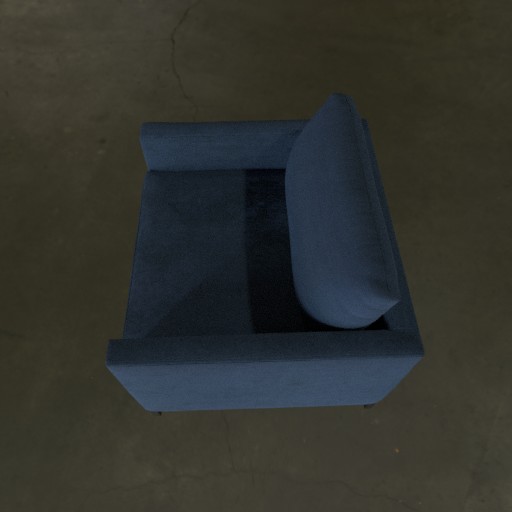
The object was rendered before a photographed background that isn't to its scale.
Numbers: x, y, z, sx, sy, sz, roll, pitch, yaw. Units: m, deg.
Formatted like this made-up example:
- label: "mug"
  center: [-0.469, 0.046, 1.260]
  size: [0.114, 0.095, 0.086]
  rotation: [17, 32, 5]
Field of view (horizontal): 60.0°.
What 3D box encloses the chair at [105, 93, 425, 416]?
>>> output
- label: "chair"
  center: [0.000, 0.000, 1.588]
  size: [0.875, 0.812, 0.964]
  rotation: [-2, 58, -1]
